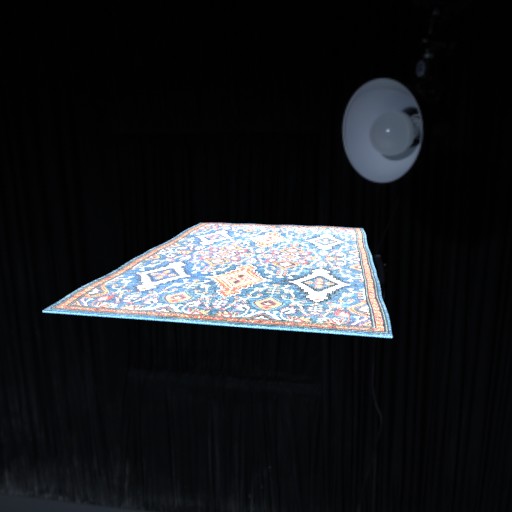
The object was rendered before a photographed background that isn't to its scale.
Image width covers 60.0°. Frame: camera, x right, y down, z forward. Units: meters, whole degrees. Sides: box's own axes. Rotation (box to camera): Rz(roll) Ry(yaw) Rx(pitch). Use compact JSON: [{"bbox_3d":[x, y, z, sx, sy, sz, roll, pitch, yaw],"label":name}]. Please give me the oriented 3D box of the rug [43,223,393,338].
[{"bbox_3d":[0.000,0.000,2.319,1.195,0.014,1.847,3,14,10],"label":"rug"}]
